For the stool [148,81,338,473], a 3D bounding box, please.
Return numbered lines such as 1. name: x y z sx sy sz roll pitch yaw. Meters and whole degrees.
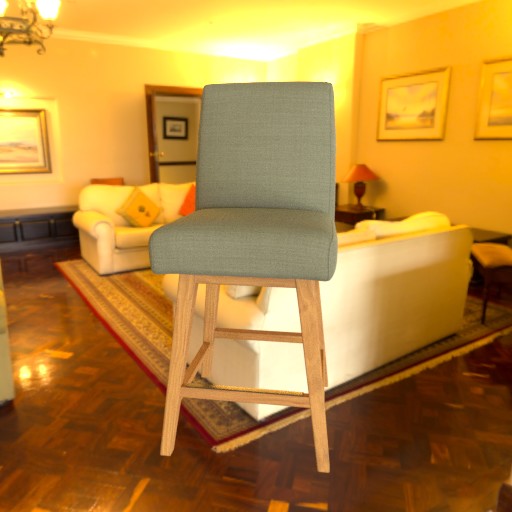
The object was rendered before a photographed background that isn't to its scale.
1. stool: 0.000 0.000 1.293 0.459 1.019 0.570 2 14 8
